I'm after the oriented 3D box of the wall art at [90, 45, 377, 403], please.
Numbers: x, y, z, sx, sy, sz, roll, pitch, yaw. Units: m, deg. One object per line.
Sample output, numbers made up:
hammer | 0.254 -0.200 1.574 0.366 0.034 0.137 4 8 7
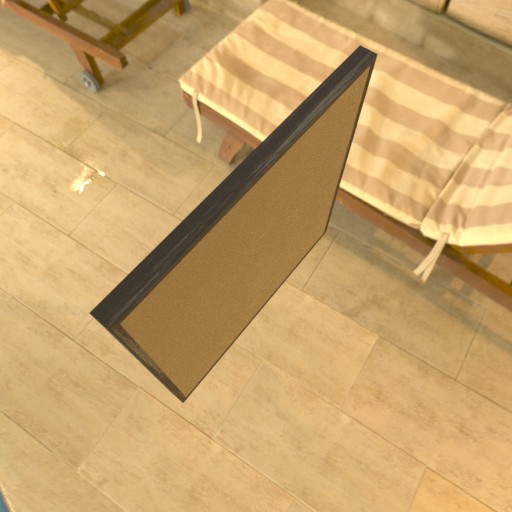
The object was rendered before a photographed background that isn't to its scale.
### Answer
wall art | 0.000 0.000 1.142 0.043 0.758 0.762 36 69 16
